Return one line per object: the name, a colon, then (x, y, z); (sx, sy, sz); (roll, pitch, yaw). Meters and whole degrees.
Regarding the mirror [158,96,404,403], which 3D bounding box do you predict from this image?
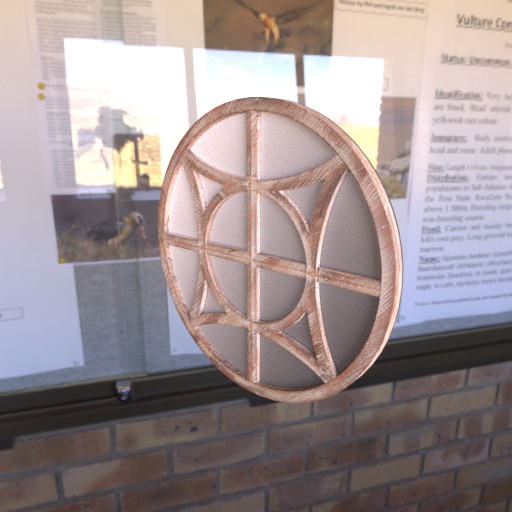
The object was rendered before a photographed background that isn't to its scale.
mirror: (0.000, 0.000, 1.051); (0.710, 0.710, 0.038); (13, 20, 40)
